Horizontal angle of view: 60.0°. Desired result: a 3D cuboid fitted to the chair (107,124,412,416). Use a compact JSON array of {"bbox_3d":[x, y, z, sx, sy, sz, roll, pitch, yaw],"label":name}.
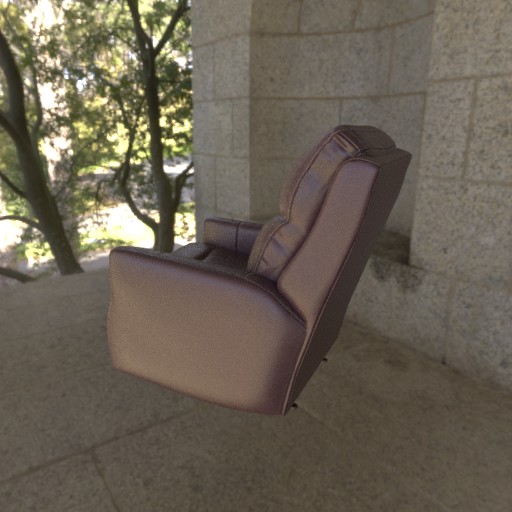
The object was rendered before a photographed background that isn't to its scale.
[{"bbox_3d":[0.000,0.000,1.825,1.080,1.030,0.829,7,17,25],"label":"chair"}]
